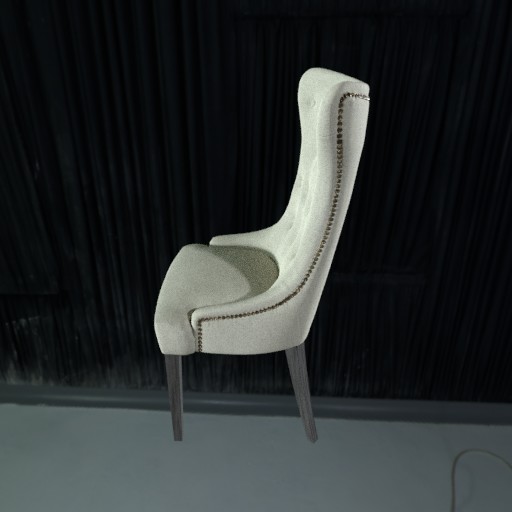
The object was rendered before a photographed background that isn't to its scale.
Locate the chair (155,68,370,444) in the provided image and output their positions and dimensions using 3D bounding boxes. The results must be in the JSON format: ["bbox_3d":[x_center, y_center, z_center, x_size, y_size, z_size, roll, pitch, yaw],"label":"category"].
[{"bbox_3d":[0.000,0.000,1.394,0.590,1.065,0.584,0,26,0],"label":"chair"}]
